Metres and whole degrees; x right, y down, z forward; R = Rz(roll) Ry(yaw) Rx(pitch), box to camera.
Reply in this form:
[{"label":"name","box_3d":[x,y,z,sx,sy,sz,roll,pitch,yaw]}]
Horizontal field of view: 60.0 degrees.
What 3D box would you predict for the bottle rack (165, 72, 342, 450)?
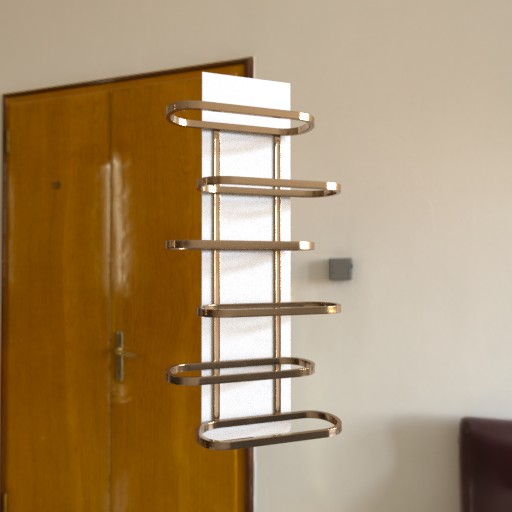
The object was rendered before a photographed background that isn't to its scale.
[{"label":"bottle rack","box_3d":[0.000,0.000,0.822,0.332,0.709,0.118,0,-1,-18]}]
